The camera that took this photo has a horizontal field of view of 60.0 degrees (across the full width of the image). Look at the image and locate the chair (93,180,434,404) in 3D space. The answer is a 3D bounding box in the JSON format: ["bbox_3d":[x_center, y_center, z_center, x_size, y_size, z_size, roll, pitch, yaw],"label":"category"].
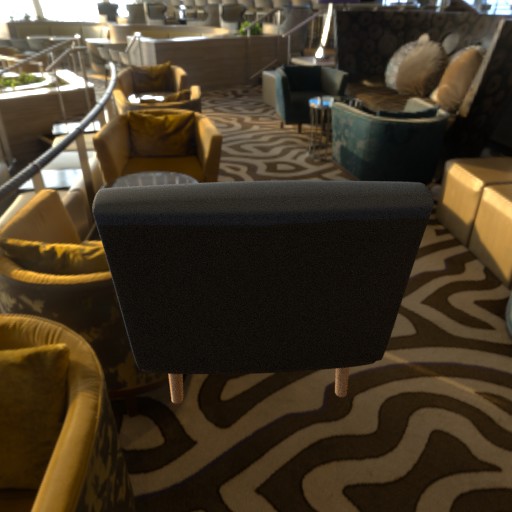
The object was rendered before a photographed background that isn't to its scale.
[{"bbox_3d":[0.000,0.000,1.535,0.770,0.808,0.900,-1,30,-3],"label":"chair"}]
